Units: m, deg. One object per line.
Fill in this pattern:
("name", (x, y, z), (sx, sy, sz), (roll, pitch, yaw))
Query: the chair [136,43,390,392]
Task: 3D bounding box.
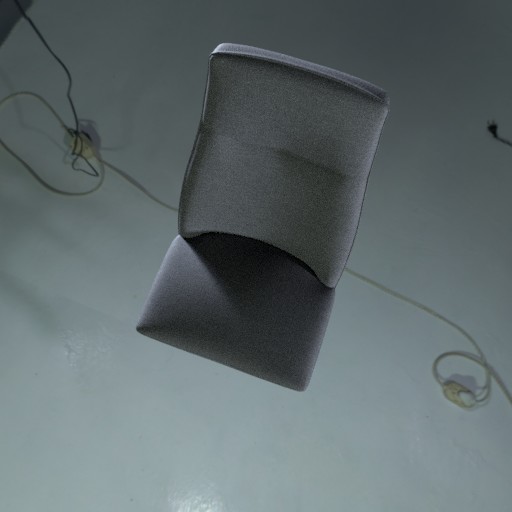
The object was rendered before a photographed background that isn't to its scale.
("chair", (0.000, 0.000, 1.247), (0.500, 0.930, 0.620), (19, 76, 5))
